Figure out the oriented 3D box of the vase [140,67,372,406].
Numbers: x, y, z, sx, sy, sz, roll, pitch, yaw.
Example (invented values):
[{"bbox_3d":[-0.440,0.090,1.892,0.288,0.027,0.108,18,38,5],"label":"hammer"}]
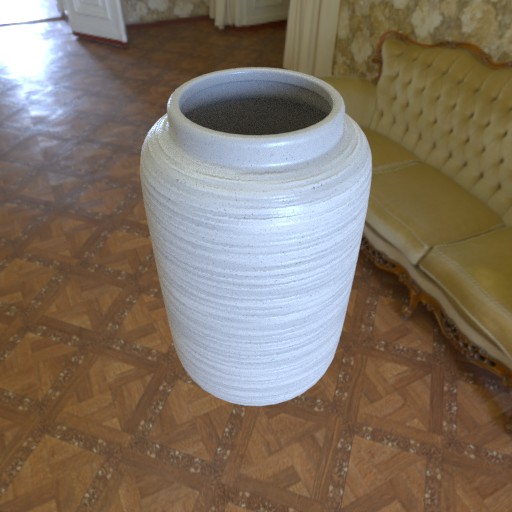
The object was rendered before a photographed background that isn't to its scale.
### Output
[{"bbox_3d":[0.000,0.000,0.460,0.202,0.335,0.202,0,42,0],"label":"vase"}]
